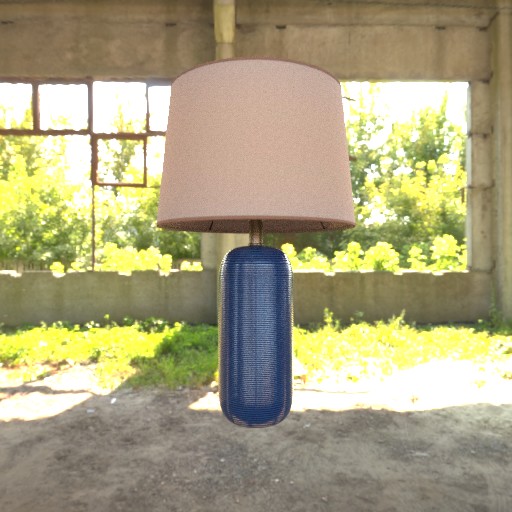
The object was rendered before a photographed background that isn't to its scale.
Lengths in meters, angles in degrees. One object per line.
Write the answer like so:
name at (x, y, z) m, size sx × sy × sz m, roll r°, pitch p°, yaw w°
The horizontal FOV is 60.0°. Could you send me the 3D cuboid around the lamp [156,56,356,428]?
lamp at (0.000, 0.000, 0.836) m, size 0.367 × 0.609 × 0.367 m, roll 0°, pitch -1°, yaw 0°
